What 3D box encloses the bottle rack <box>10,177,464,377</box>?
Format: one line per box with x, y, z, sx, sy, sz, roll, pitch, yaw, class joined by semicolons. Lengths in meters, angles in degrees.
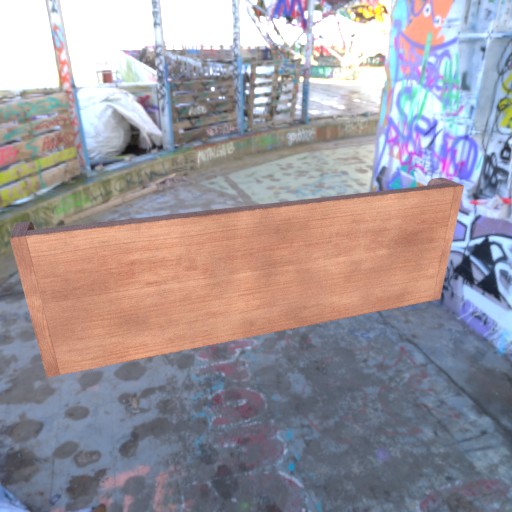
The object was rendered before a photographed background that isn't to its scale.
0.000;0.000;0.666;0.608;0.196;0.126;-8;27;-17;bottle rack
